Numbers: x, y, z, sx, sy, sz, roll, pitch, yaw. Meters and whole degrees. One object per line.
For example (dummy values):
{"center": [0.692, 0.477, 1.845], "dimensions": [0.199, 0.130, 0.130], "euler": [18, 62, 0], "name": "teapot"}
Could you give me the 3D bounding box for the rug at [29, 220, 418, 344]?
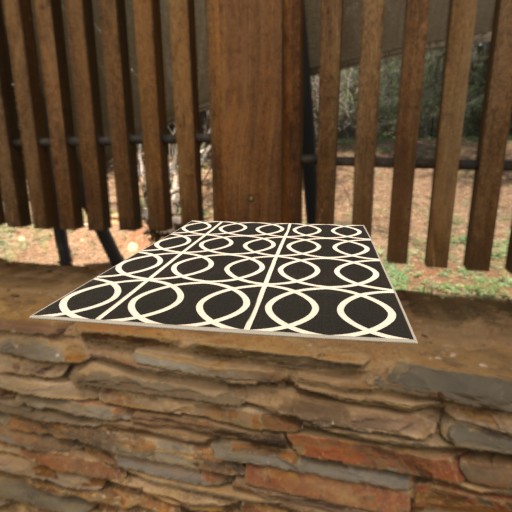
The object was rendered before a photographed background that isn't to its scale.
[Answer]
{"center": [0.000, 0.000, 2.774], "dimensions": [1.528, 0.014, 2.294], "euler": [2, 15, 8], "name": "rug"}
